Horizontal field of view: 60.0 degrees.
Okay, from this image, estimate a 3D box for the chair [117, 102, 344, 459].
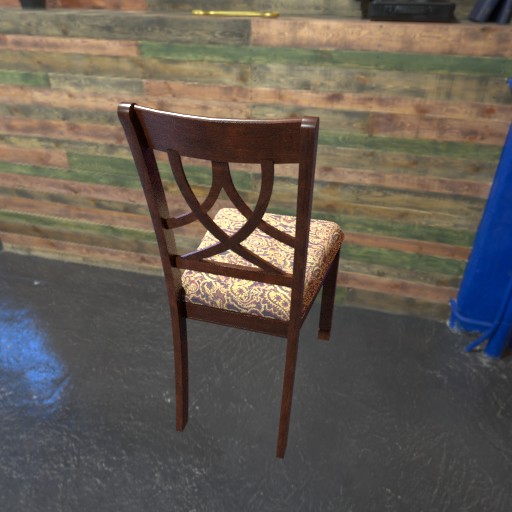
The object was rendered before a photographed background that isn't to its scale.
[{"bbox_3d":[0.000,0.000,1.292,0.457,0.965,0.584,9,33,14],"label":"chair"}]
